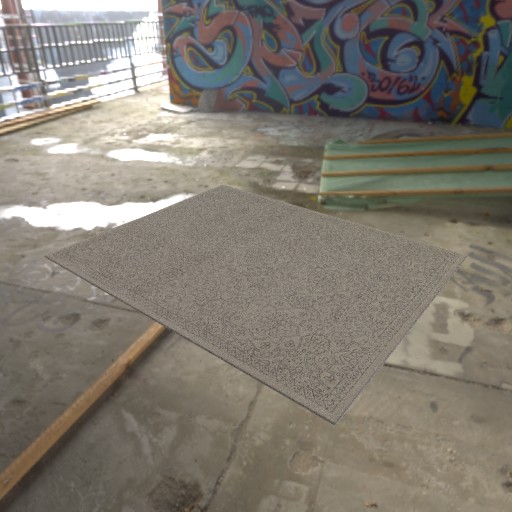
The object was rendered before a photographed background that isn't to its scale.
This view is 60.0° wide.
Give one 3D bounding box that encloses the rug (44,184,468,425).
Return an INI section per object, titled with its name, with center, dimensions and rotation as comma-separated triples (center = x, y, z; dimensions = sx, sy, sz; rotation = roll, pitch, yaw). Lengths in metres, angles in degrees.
[rug]
center = 0.000, 0.000, 4.079
dimensions = 3.050, 0.015, 2.441
rotation = 21, 35, 33
